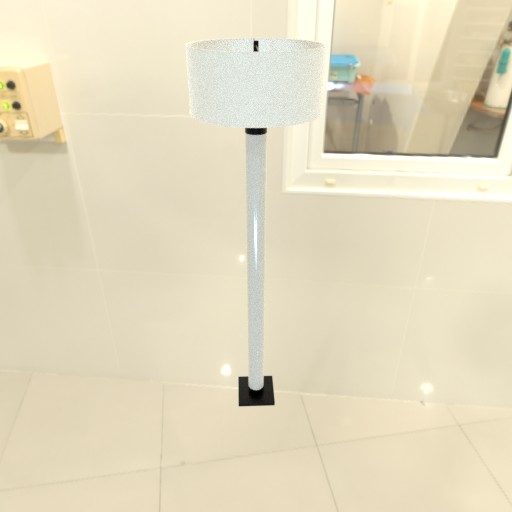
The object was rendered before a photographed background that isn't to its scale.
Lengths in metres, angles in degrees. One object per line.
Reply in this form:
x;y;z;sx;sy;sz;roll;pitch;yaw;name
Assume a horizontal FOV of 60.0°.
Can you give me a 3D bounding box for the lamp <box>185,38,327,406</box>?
0.000;0.000;1.682;0.420;1.475;0.420;-1;31;-2;lamp
